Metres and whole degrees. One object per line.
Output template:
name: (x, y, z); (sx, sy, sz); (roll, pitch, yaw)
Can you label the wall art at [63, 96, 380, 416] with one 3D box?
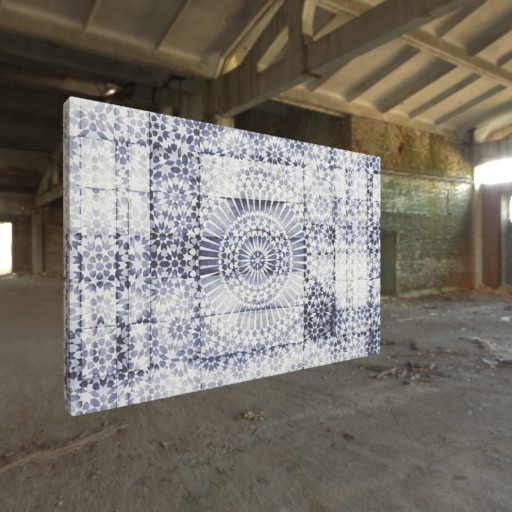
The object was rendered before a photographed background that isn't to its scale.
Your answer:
wall art: (0.000, 0.000, 1.129); (0.911, 0.608, 0.057); (0, 0, -36)
